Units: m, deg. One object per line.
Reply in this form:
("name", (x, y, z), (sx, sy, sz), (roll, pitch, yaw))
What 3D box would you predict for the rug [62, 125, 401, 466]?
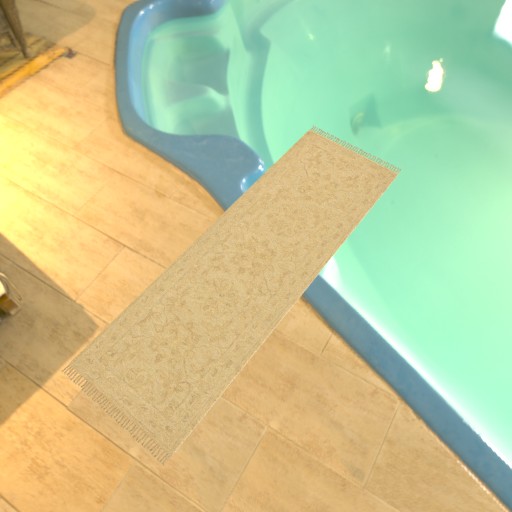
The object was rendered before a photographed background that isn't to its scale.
("rug", (0.000, 0.000, 2.895), (0.795, 0.015, 2.544), (33, 63, 19))
